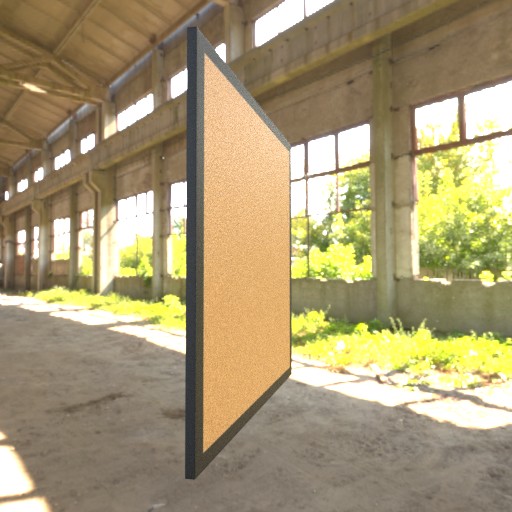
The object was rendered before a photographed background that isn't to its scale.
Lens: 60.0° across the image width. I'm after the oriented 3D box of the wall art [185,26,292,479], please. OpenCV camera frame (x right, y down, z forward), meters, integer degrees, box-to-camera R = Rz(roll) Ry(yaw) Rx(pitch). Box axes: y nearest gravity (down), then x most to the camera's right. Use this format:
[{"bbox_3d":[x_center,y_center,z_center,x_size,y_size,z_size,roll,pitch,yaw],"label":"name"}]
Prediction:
[{"bbox_3d":[0.000,0.000,0.960,0.016,0.659,0.663,0,-2,17],"label":"wall art"}]
